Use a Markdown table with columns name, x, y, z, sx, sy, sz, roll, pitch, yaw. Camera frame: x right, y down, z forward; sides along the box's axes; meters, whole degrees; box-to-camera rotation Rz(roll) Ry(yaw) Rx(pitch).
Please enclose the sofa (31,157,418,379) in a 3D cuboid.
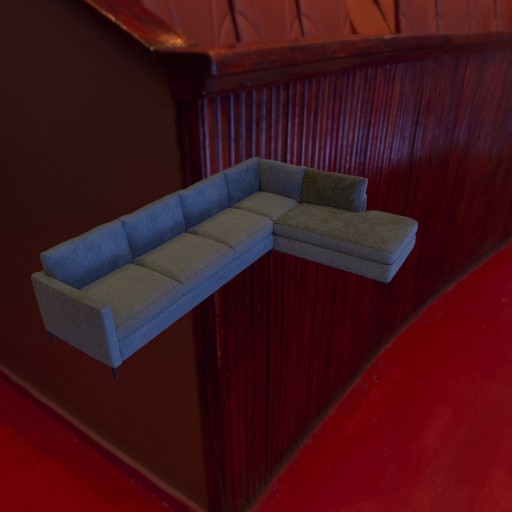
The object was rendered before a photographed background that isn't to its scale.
| name | x | y | z | sx | sy | sz | roll | pitch | yaw |
| --- | --- | --- | --- | --- | --- | --- | --- | --- | --- |
| sofa | 0.000 | 0.000 | 3.253 | 1.707 | 0.687 | 2.486 | 18 | 34 | 28 |
